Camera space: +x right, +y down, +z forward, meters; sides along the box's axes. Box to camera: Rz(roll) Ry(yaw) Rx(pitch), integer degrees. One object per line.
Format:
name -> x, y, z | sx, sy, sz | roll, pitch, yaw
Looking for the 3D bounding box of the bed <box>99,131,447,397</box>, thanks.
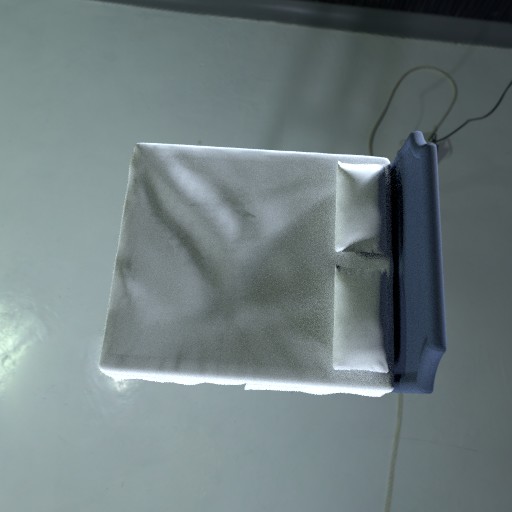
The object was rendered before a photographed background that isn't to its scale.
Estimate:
bed -> 0.000, 0.000, 4.027 | 2.773, 1.488, 2.350 | 4, 74, 1
